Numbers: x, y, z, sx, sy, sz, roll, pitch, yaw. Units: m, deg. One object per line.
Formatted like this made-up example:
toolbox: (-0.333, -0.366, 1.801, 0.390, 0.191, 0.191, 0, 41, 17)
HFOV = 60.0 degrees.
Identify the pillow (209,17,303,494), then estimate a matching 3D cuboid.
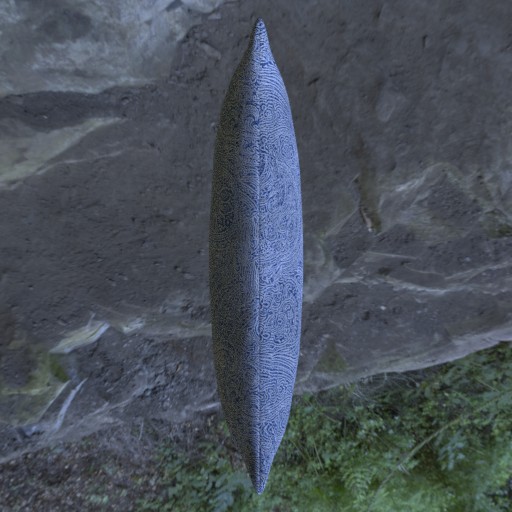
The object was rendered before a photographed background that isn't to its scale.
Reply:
pillow: (0.000, 0.000, 0.714, 0.151, 0.295, 0.615, 0, 89, -2)
